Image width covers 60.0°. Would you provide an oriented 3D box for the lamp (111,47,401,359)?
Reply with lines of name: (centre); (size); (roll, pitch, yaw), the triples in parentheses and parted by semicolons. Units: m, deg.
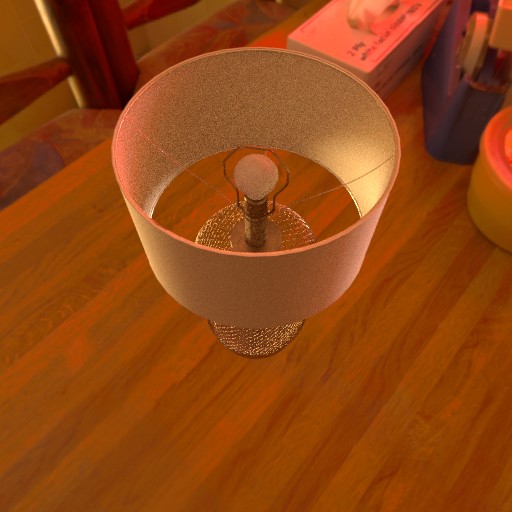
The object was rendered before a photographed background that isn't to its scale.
lamp: (0.000, 0.000, 0.793); (0.353, 0.578, 0.353); (0, 59, 0)
